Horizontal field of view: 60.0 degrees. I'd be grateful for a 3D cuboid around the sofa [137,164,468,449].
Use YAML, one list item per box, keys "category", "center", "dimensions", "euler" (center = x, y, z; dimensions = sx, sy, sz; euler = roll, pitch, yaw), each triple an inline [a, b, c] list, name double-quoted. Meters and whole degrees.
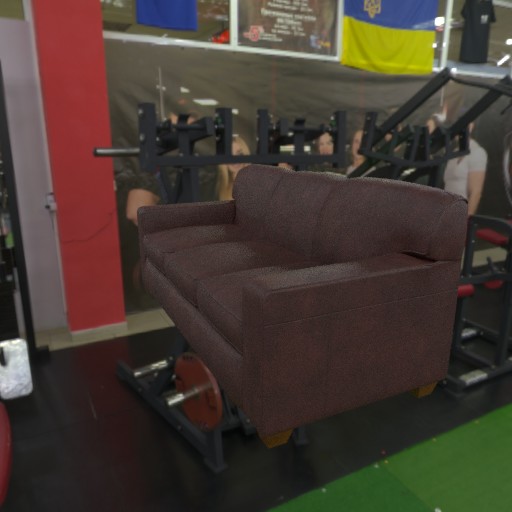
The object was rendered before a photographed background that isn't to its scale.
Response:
- category: "sofa"
  center: [0.000, 0.000, 2.566]
  dimensions: [1.008, 0.953, 2.039]
  euler: [-7, 17, -25]
